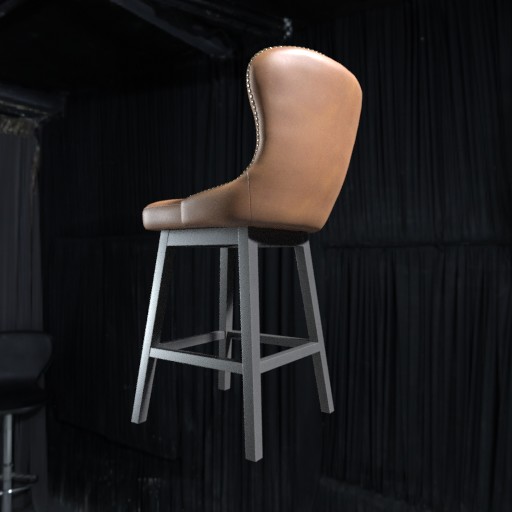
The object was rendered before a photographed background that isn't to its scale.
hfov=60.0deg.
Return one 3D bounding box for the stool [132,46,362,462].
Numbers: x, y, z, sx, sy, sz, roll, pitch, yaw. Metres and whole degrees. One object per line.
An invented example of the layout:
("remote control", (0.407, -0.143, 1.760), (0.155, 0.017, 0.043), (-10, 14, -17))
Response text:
("stool", (0.000, 0.000, 1.304), (0.593, 0.971, 0.528), (0, 0, 35))
